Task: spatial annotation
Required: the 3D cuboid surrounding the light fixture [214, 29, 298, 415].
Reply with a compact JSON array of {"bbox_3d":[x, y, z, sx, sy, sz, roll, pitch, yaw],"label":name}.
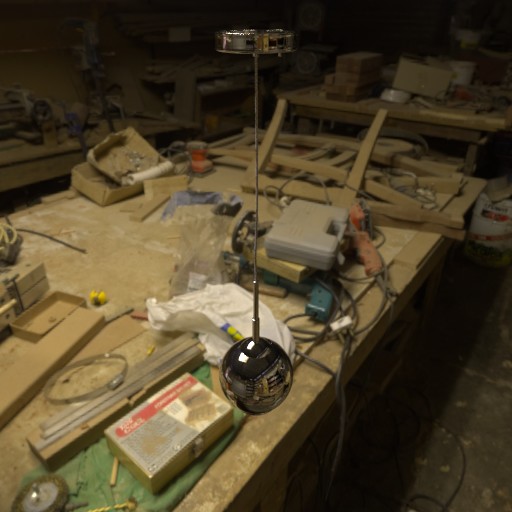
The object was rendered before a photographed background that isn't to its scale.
[{"bbox_3d":[0.000,0.000,1.701,0.336,1.538,0.336,21,36,32],"label":"light fixture"}]
